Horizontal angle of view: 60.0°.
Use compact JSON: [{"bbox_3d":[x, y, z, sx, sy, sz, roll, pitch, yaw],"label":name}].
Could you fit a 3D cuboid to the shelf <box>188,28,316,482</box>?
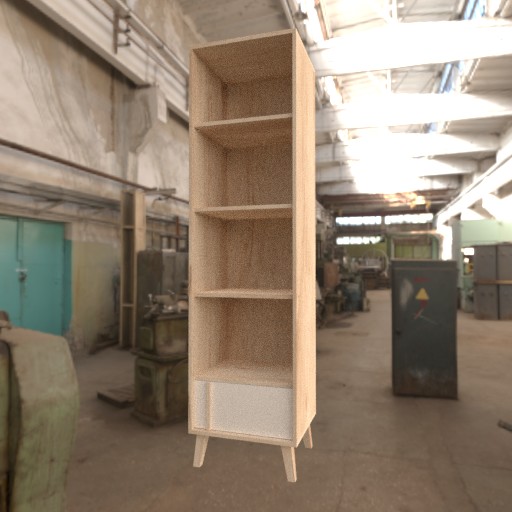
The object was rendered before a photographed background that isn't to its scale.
[{"bbox_3d":[0.000,0.000,2.190,0.510,1.960,0.450,0,-1,18],"label":"shelf"}]
